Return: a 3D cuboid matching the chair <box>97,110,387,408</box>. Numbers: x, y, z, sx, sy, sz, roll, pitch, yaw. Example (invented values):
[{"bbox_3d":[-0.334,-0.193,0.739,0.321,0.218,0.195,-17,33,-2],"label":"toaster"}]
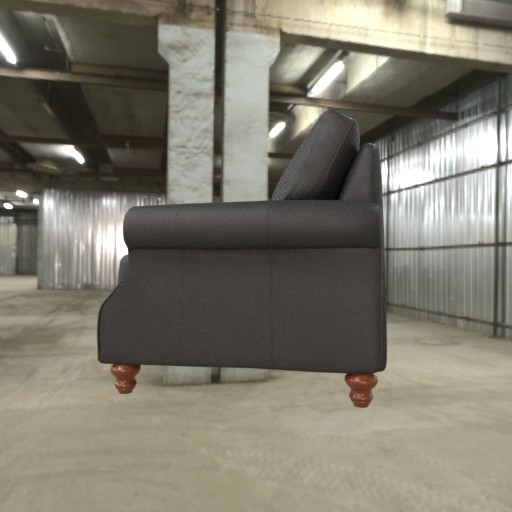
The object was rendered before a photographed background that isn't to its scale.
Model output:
[{"bbox_3d":[0.000,0.000,1.832,1.027,0.960,1.015,0,-1,16],"label":"chair"}]
